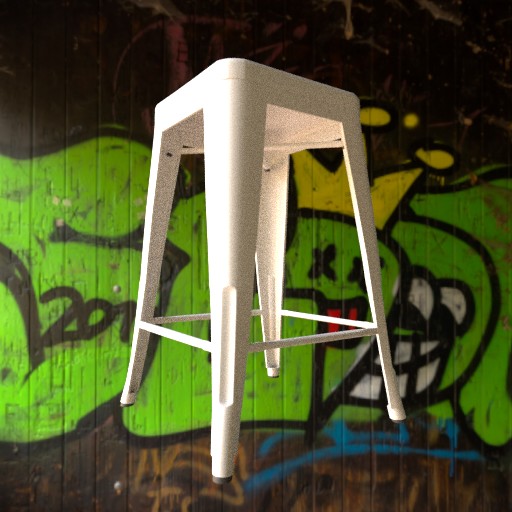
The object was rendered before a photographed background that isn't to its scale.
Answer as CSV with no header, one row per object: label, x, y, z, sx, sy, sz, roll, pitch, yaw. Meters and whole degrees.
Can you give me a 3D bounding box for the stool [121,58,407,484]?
stool,0.000,0.000,0.867,0.406,0.610,0.406,0,-1,-35
